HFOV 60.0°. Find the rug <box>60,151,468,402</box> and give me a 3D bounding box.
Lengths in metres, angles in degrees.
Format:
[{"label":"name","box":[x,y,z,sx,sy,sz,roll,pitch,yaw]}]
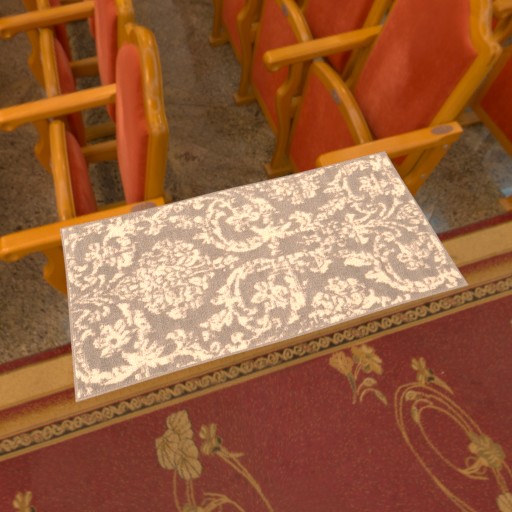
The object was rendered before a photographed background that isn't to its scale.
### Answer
[{"label":"rug","box":[0.000,0.000,1.455,1.219,0.007,0.604,-15,60,-9]}]
